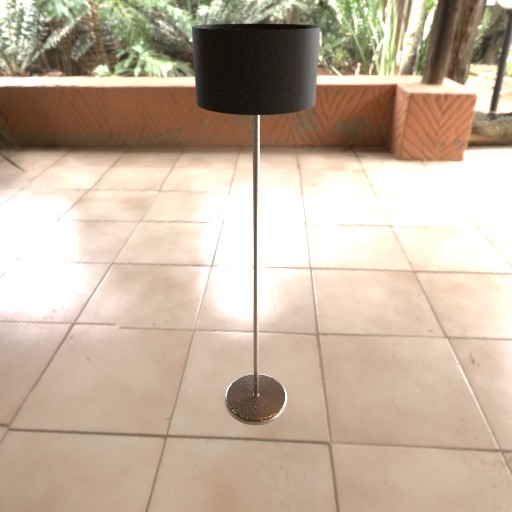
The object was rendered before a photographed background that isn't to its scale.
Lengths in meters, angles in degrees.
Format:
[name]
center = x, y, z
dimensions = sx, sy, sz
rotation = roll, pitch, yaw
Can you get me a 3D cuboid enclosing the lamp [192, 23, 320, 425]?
[lamp]
center = 0.000, 0.000, 1.567
dimensions = 0.348, 1.443, 0.348
rotation = 1, 30, 2
